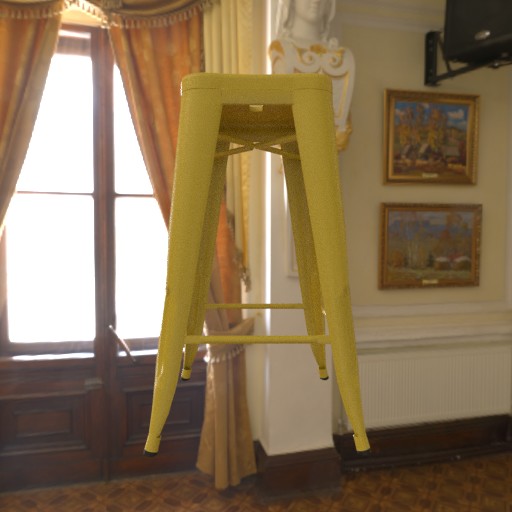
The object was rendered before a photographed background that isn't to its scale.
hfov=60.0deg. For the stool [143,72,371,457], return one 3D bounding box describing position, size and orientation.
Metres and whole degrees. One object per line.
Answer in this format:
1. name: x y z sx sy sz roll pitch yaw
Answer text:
1. stool: 0.000 0.000 0.871 0.359 0.609 0.399 0 2 -1
